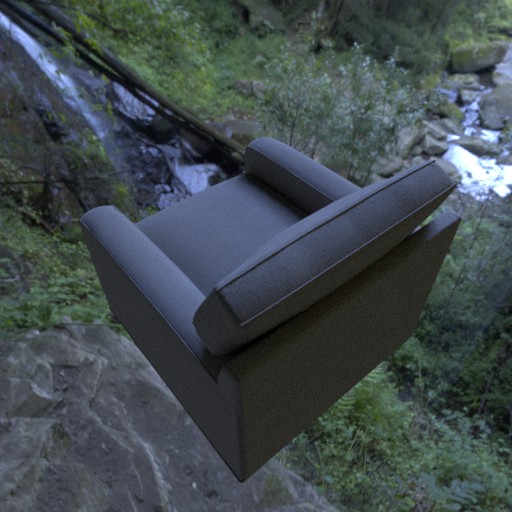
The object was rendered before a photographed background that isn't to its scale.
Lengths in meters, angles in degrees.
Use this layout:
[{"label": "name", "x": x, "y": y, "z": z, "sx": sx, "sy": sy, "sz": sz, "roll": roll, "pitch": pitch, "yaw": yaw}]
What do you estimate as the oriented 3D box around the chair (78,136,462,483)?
[{"label": "chair", "x": 0.000, "y": 0.000, "z": 1.770, "sx": 0.999, "sy": 0.934, "sz": 1.044, "roll": -30, "pitch": 52, "yaw": -27}]
